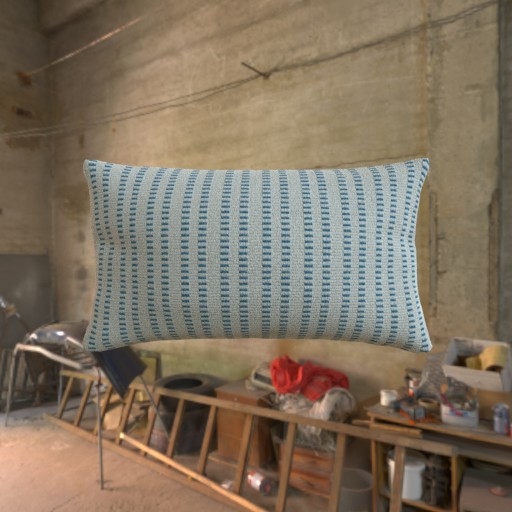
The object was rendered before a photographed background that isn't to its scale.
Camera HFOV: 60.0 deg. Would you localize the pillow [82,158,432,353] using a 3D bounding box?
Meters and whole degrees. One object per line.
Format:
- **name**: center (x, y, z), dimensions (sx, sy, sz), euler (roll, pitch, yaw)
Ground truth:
- **pillow**: center (0.000, 0.000, 0.800), dimensions (0.640, 0.353, 0.210), euler (0, 0, 1)
